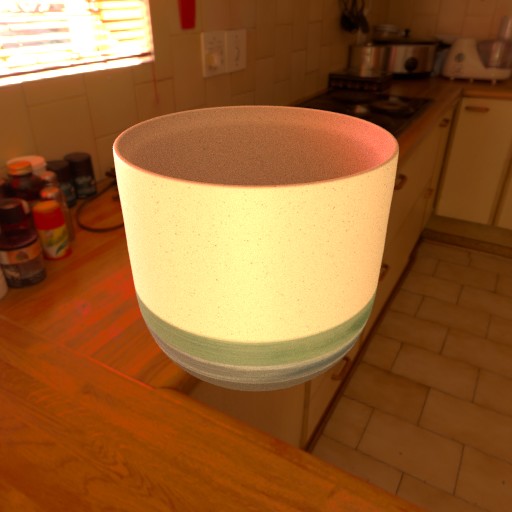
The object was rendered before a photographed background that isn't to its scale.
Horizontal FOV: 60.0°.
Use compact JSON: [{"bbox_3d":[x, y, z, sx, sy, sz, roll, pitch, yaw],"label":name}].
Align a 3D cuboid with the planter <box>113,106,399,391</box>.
[{"bbox_3d":[0.000,0.000,0.495,0.268,0.270,0.268,0,31,0],"label":"planter"}]
